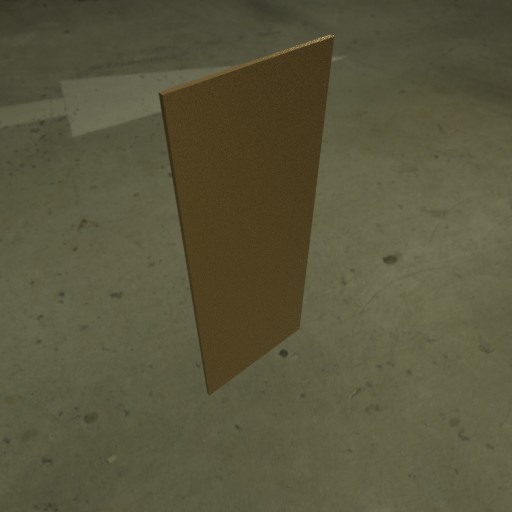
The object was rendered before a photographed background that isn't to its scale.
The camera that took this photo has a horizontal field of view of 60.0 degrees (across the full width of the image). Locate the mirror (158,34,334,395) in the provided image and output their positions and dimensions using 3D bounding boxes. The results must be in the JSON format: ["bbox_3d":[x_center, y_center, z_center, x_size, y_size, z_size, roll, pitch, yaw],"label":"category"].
[{"bbox_3d":[0.000,0.000,2.347,0.812,2.031,0.025,-31,53,-27],"label":"mirror"}]
